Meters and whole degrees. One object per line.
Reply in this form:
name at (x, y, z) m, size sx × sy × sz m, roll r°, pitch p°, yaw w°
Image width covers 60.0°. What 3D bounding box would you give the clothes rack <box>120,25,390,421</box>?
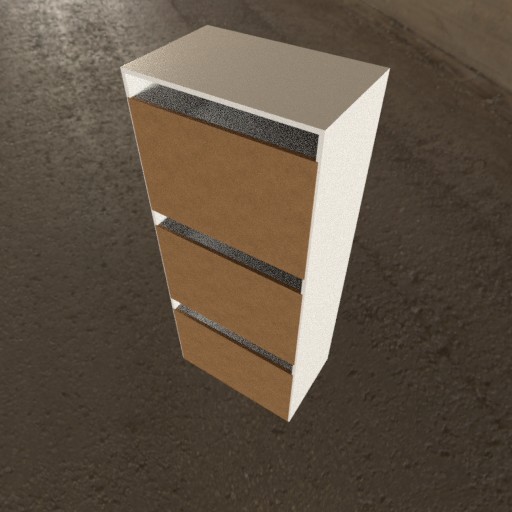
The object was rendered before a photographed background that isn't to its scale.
clothes rack at (0.000, 0.000, 1.398) m, size 0.500 × 1.187 × 0.330 m, roll 25°, pitch 50°, yaw 22°
